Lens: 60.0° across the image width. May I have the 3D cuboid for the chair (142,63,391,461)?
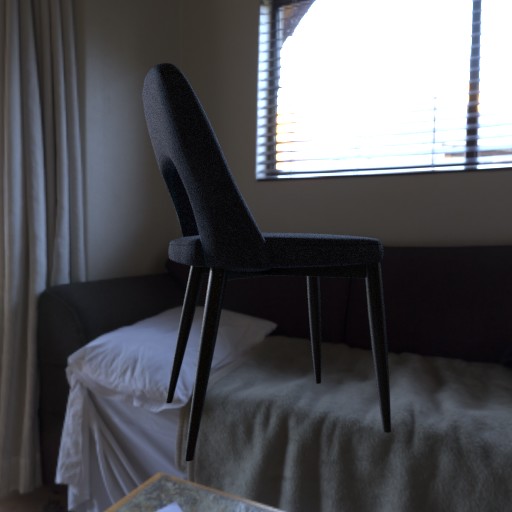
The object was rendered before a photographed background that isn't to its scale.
[{"bbox_3d":[0.000,0.000,1.255,0.612,0.931,0.470,-1,2,-18],"label":"chair"}]
